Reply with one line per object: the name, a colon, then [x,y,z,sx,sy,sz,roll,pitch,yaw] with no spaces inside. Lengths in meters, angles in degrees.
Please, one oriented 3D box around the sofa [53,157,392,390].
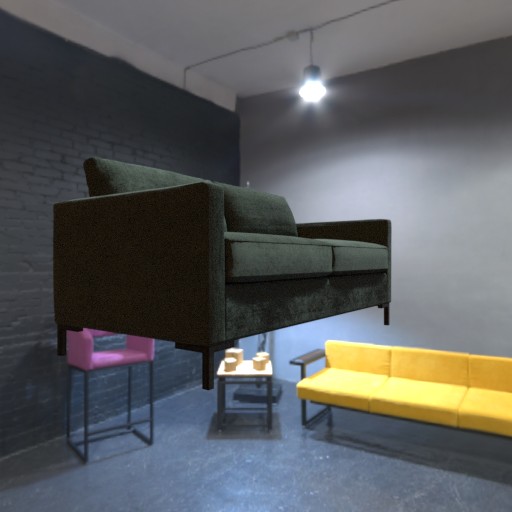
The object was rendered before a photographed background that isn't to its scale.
sofa: [0.000,0.000,2.218,0.875,0.817,1.676,0,0,36]
